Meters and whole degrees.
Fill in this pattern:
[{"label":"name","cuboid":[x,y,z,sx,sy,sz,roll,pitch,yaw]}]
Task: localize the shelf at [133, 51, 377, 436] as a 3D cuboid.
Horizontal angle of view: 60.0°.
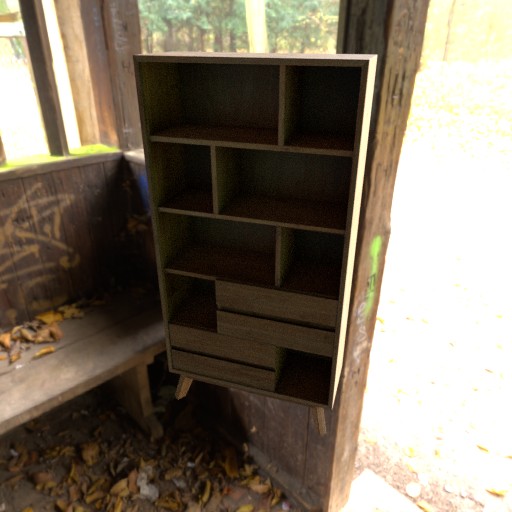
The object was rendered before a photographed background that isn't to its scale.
[{"label":"shelf","cuboid":[0.000,0.000,1.777,0.748,1.471,0.308,8,28,16]}]
